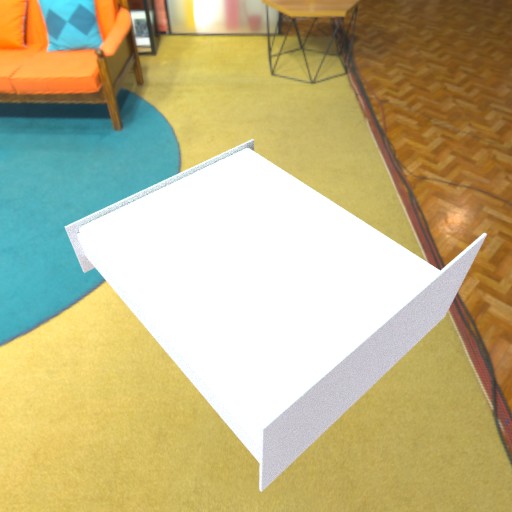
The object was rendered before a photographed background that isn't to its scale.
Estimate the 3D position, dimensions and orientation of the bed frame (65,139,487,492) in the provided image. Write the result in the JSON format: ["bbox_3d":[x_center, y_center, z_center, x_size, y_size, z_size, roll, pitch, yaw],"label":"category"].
[{"bbox_3d":[0.000,0.000,2.973,1.720,0.800,2.060,-32,54,-27],"label":"bed frame"}]
